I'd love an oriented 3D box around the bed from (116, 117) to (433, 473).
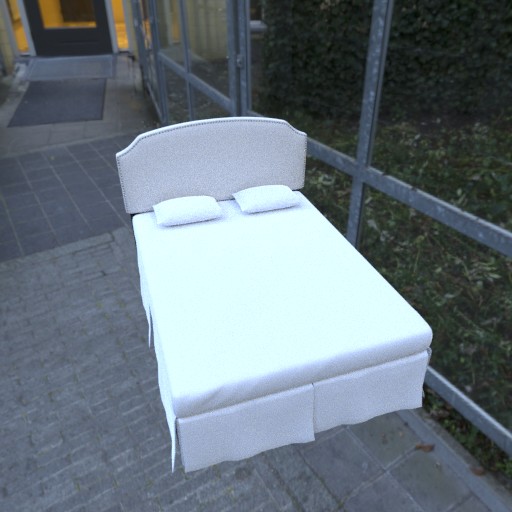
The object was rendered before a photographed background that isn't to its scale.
[{"bbox_3d":[0.000,0.000,2.939,1.558,1.270,1.999,-11,35,-15],"label":"bed"}]
